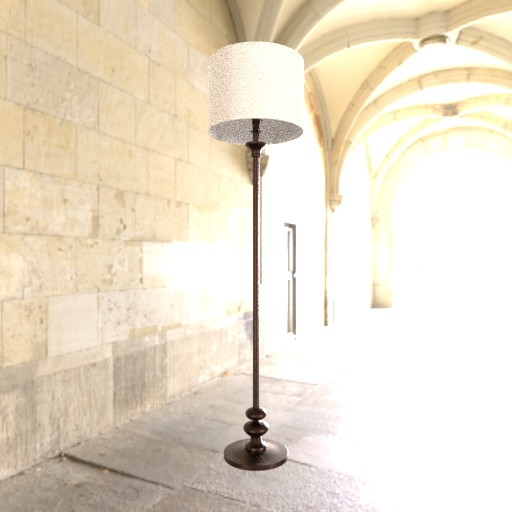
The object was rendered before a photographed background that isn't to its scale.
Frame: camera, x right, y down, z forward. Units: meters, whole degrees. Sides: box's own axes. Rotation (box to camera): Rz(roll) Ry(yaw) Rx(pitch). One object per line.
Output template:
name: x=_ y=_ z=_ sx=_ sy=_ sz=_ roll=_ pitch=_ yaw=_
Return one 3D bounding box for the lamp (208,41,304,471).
lamp: x=0.000 y=0.000 z=1.657 sx=0.356 sy=1.487 sz=0.356 roll=0 pitch=-1 yaw=-17
